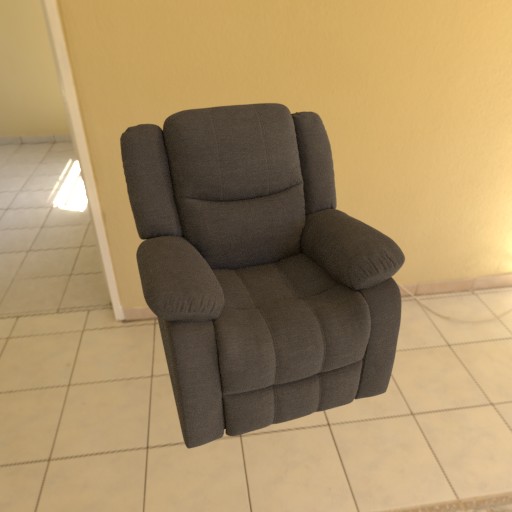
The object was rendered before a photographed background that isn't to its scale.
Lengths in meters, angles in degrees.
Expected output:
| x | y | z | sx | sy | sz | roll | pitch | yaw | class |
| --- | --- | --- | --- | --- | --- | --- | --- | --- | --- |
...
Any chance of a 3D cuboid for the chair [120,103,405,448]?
| x | y | z | sx | sy | sz | roll | pitch | yaw | class |
| --- | --- | --- | --- | --- | --- | --- | --- | --- | --- |
| 0.000 | 0.000 | 1.744 | 0.899 | 1.008 | 0.944 | -10 | 34 | -15 | chair |
